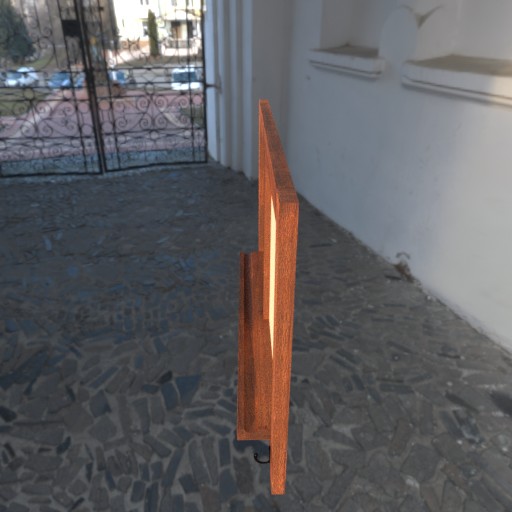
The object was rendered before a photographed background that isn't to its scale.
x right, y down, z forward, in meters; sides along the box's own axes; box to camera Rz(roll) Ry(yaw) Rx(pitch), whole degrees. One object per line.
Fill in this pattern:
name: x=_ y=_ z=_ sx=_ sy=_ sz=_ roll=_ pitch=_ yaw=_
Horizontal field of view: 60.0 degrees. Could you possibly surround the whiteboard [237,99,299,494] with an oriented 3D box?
whiteboard: x=0.000 y=0.000 z=0.995 sx=0.083 sy=0.553 sz=0.768 roll=-1 pitch=28 yaw=-1
